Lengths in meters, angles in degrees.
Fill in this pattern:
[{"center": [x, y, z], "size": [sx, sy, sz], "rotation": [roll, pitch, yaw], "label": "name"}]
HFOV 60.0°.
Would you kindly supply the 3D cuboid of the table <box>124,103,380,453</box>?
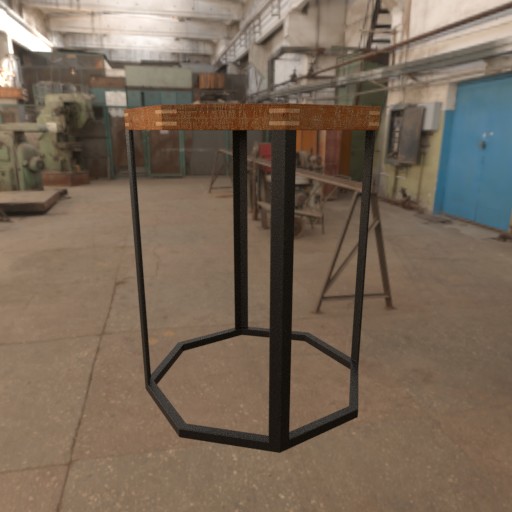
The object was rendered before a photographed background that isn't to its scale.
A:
[{"center": [0.000, 0.000, 0.869], "size": [0.458, 0.543, 0.458], "rotation": [-3, 16, -9], "label": "table"}]
